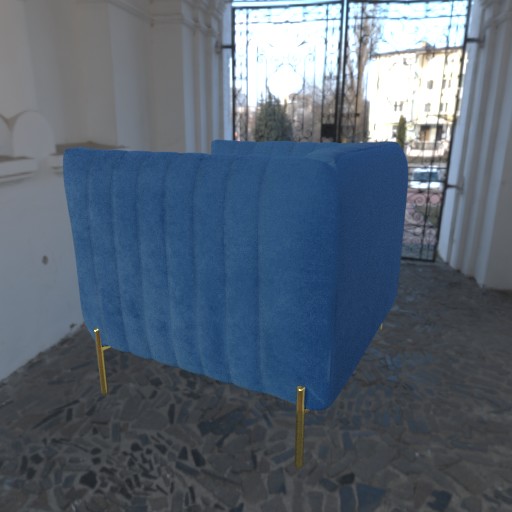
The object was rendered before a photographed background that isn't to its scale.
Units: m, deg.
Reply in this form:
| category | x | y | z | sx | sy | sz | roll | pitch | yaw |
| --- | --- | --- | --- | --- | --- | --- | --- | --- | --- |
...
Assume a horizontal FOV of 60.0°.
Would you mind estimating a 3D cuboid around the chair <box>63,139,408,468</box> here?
| category | x | y | z | sx | sy | sz | roll | pitch | yaw |
| --- | --- | --- | --- | --- | --- | --- | --- | --- | --- |
| chair | 0.000 | 0.000 | 1.580 | 0.877 | 0.793 | 0.947 | 9 | 19 | 27 |
